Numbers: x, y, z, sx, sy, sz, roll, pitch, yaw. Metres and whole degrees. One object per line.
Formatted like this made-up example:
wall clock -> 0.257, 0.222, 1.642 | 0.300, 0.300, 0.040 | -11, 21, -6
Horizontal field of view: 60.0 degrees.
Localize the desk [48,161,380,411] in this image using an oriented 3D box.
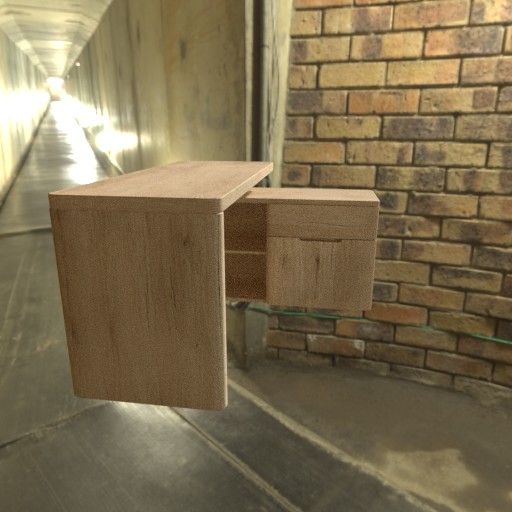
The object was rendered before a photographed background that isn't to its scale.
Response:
desk -> 0.000, 0.000, 2.111 | 1.175, 0.770, 1.400 | 3, 17, 9
